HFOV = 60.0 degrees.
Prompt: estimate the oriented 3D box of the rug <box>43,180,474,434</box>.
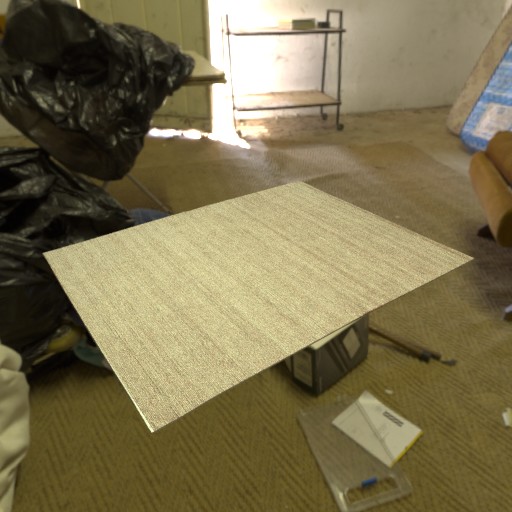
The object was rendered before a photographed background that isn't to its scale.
[{"bbox_3d":[0.000,0.000,4.107,3.202,0.045,2.434,-20,36,-30],"label":"rug"}]
